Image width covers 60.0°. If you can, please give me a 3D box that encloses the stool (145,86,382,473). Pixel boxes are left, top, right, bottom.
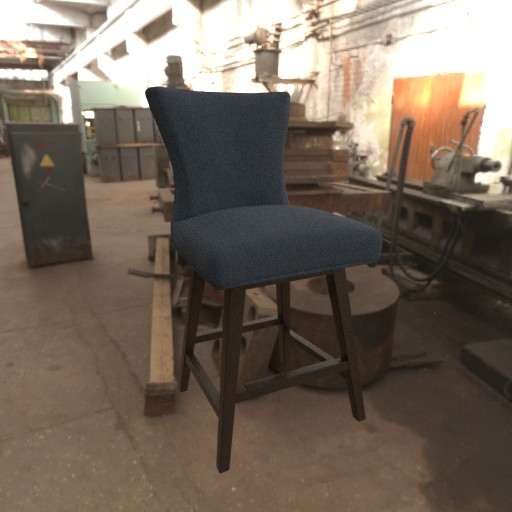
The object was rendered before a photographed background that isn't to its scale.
[{"bbox_3d":[0.000,0.000,1.372,0.514,1.000,0.574,-8,18,-26],"label":"stool"}]
